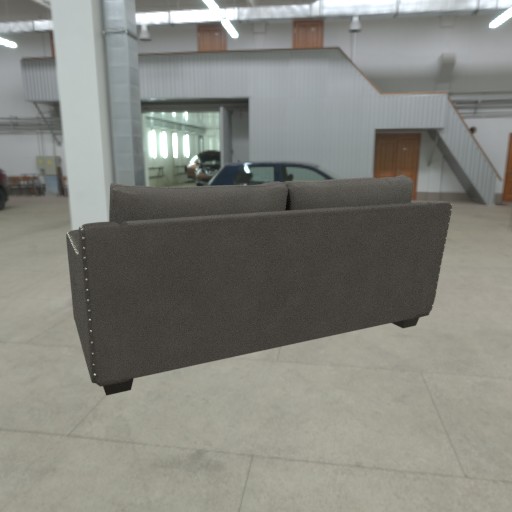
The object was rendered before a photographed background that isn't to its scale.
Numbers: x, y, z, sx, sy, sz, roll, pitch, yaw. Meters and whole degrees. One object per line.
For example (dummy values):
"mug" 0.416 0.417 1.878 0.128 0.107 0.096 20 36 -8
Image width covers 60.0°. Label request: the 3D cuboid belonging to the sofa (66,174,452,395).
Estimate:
"sofa" 0.000 0.000 3.346 2.550 1.196 1.336 -6 14 -26
